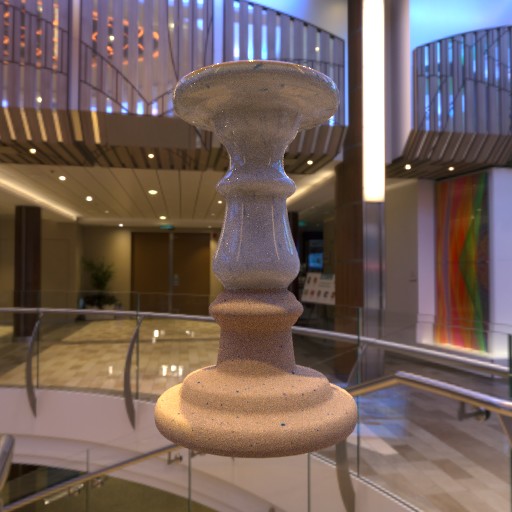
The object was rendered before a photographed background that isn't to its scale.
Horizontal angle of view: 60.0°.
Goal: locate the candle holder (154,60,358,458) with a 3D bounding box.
[{"bbox_3d":[0.000,0.000,0.277,0.123,0.202,0.123,0,-2,0],"label":"candle holder"}]
